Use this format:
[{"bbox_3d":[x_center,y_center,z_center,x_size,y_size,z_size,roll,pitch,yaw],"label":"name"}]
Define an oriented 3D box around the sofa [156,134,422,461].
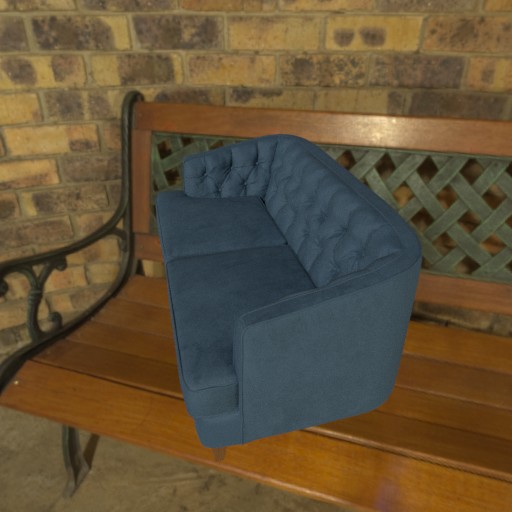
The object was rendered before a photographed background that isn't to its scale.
[{"bbox_3d":[0.000,0.000,2.286,0.941,0.854,1.733,-7,32,-12],"label":"sofa"}]
